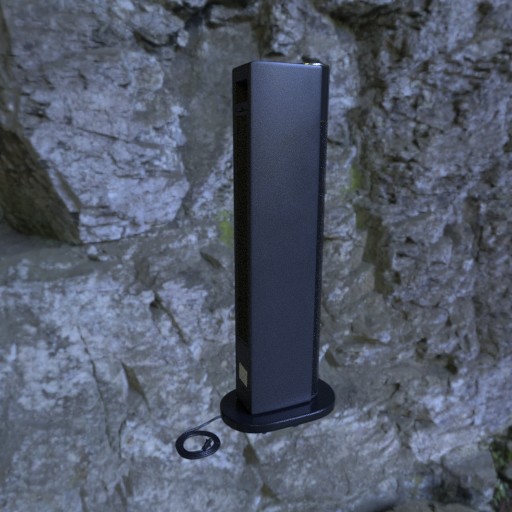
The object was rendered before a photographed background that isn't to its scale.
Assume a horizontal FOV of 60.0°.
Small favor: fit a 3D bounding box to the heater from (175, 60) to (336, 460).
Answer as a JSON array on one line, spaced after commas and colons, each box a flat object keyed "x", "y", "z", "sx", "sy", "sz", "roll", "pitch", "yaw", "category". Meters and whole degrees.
[{"x": 0.000, "y": 0.000, "z": 1.053, "sx": 0.458, "sy": 0.856, "sz": 0.214, "roll": -7, "pitch": 16, "yaw": -25, "category": "heater"}]
